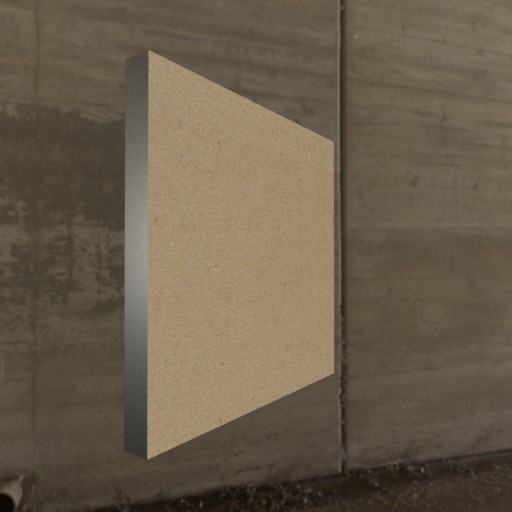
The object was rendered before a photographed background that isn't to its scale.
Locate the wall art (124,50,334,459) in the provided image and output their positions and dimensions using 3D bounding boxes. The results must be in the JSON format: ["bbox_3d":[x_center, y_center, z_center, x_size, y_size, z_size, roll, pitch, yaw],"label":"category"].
[{"bbox_3d":[0.000,0.000,0.485,0.029,0.318,0.327,-1,-1,36],"label":"wall art"}]
